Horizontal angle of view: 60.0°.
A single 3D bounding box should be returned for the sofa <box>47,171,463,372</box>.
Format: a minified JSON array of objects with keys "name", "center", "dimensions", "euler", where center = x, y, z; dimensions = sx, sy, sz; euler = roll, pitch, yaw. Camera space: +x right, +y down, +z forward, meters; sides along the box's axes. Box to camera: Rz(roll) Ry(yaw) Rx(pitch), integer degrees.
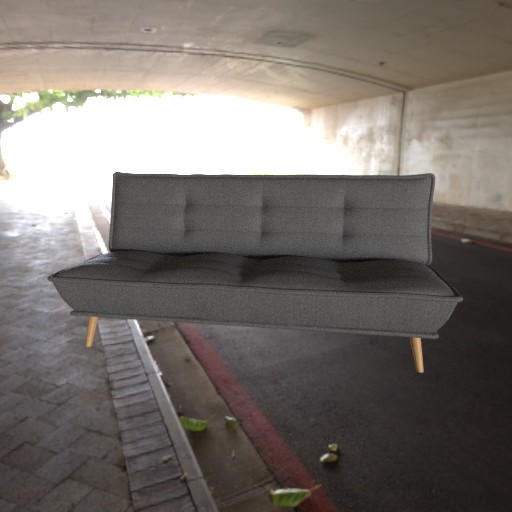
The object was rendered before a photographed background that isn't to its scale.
[{"name":"sofa","center":[0.000,0.000,2.454],"dimensions":[1.940,0.890,0.950],"euler":[2,13,9]}]
